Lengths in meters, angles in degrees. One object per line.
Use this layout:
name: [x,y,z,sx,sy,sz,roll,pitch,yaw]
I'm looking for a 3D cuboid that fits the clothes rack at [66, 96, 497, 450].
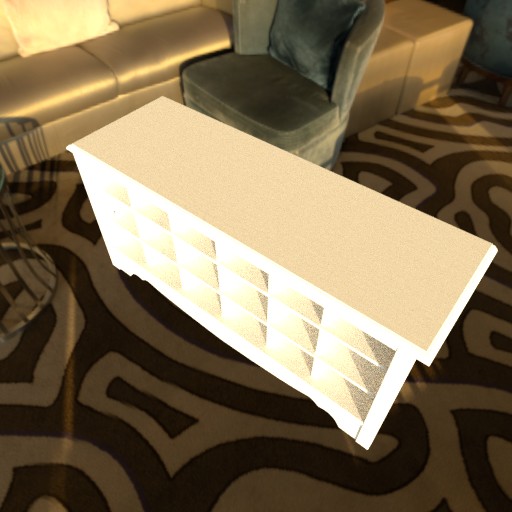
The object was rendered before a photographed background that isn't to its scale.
clothes rack: [0.000,0.000,1.449,1.218,0.558,0.405,31,55,25]
